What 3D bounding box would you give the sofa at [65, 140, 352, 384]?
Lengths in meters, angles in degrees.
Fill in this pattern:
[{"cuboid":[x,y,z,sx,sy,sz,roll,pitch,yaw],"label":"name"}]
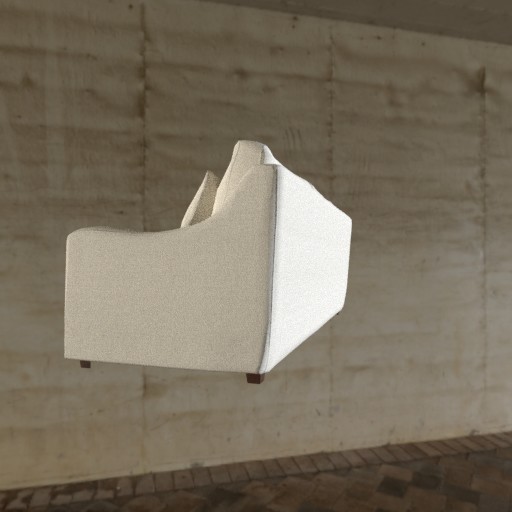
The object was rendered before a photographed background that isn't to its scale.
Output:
[{"cuboid":[0.000,0.000,2.963,1.009,1.022,2.470,0,0,18],"label":"sofa"}]
